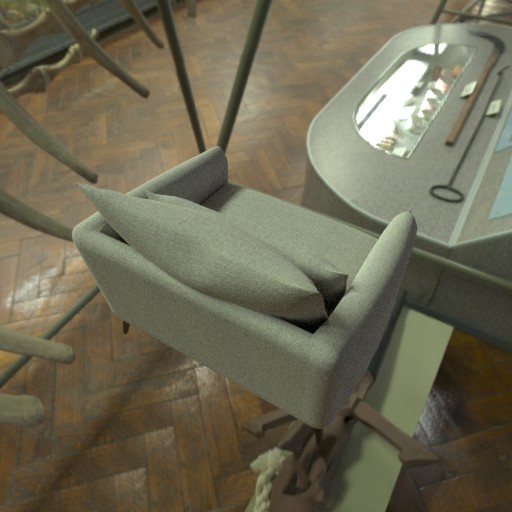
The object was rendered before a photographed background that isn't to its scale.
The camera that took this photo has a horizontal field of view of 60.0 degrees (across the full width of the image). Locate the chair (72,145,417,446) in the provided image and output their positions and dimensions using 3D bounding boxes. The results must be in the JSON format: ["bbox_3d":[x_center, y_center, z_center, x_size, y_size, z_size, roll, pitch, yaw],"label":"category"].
[{"bbox_3d":[0.000,0.000,1.646,1.029,0.856,0.801,24,51,21],"label":"chair"}]
